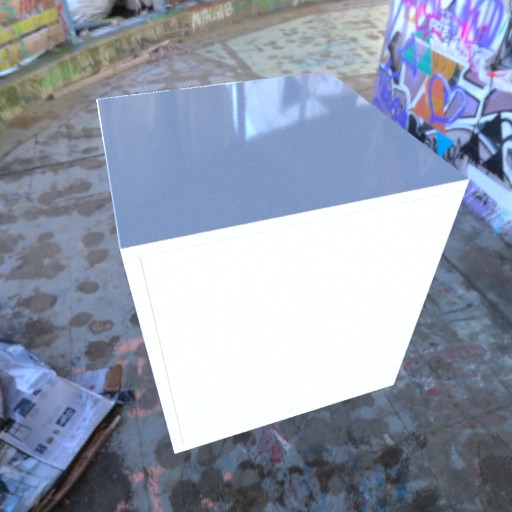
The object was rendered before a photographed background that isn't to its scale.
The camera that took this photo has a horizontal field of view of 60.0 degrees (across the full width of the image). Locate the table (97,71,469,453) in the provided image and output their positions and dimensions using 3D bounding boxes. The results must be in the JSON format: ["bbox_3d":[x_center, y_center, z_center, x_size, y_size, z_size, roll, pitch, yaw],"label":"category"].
[{"bbox_3d":[0.000,0.000,0.792,0.420,0.470,0.400,-12,43,-14],"label":"table"}]
